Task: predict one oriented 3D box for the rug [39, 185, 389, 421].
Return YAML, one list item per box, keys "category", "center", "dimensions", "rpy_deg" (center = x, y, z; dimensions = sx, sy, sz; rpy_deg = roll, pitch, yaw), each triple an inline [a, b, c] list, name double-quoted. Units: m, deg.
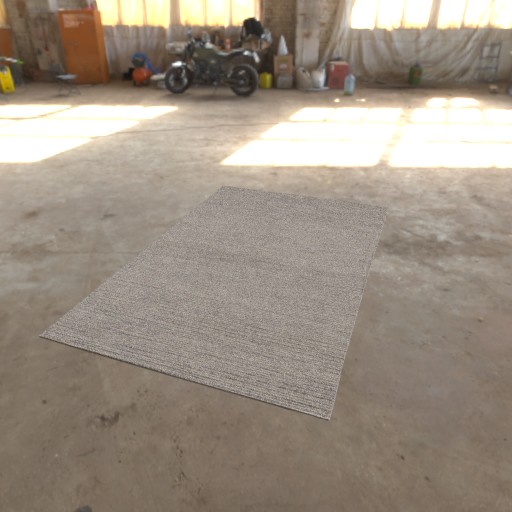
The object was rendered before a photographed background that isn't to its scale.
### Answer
- category: "rug"
  center: [0.000, 0.000, 2.298]
  dimensions: [1.162, 0.022, 1.804]
  rpy_deg: [10, 31, 18]
